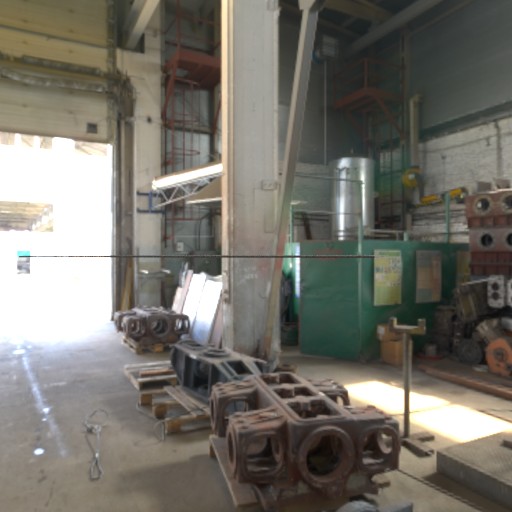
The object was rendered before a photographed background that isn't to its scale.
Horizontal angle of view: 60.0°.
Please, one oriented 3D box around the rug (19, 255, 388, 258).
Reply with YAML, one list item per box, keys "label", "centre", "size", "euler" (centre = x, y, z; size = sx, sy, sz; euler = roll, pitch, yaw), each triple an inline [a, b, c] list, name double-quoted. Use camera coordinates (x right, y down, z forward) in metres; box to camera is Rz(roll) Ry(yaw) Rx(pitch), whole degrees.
- label: "rug"
  centre: [0.000, 0.000, 2.871]
  size: [1.600, 0.008, 2.235]
  euler: [0, 0, 18]
